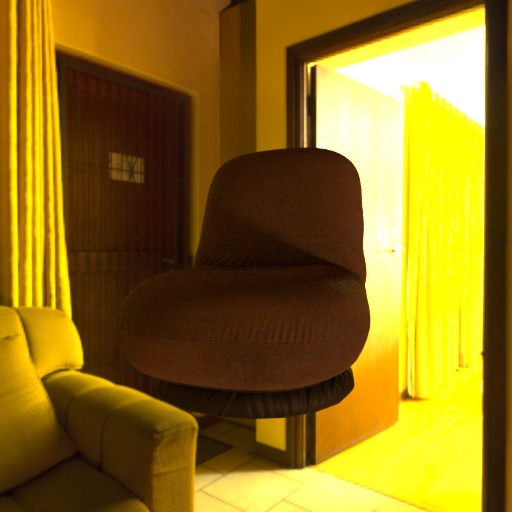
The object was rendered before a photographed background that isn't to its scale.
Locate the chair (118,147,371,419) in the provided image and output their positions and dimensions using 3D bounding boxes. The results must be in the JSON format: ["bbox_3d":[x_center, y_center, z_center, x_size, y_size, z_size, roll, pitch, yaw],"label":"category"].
[{"bbox_3d":[0.000,0.000,1.027,0.521,0.594,0.597,0,1,19],"label":"chair"}]
